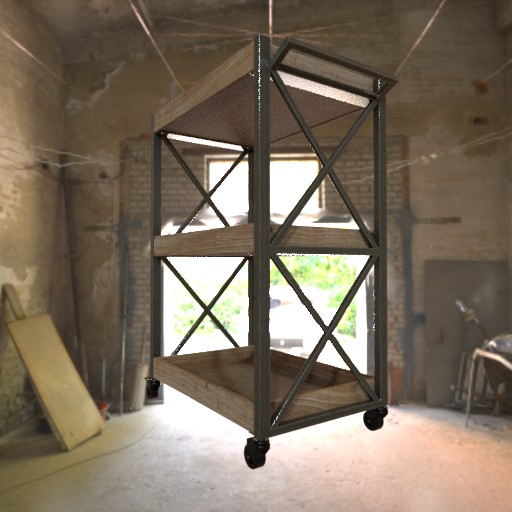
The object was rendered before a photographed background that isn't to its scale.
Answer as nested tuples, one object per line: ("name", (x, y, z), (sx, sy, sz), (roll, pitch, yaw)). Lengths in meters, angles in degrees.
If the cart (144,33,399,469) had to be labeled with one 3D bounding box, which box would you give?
("cart", (0.000, 0.000, 1.170), (0.377, 0.835, 0.673), (1, -1, -35))
